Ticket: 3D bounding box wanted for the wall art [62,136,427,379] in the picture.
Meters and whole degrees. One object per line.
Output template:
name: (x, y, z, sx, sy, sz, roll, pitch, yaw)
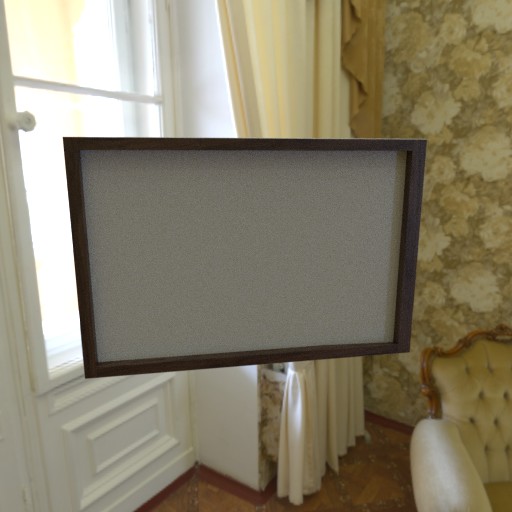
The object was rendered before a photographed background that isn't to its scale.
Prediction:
wall art: (0.000, 0.000, 1.187, 0.914, 0.610, 0.050, -2, 13, -10)
